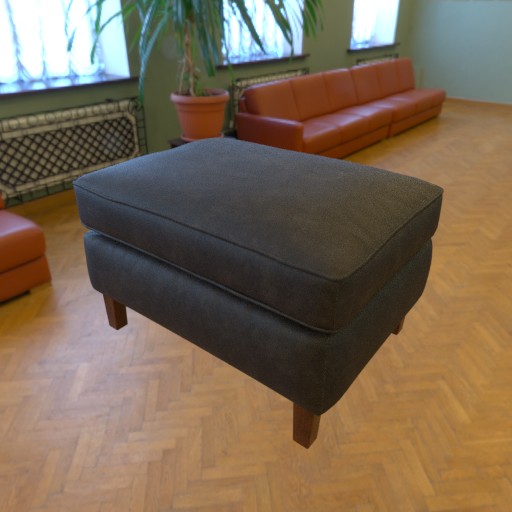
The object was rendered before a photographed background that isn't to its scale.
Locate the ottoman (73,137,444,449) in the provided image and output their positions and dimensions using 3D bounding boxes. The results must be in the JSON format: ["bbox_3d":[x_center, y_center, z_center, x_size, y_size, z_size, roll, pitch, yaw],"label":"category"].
[{"bbox_3d":[0.000,0.000,1.005,0.665,0.413,0.501,21,35,33],"label":"ottoman"}]
